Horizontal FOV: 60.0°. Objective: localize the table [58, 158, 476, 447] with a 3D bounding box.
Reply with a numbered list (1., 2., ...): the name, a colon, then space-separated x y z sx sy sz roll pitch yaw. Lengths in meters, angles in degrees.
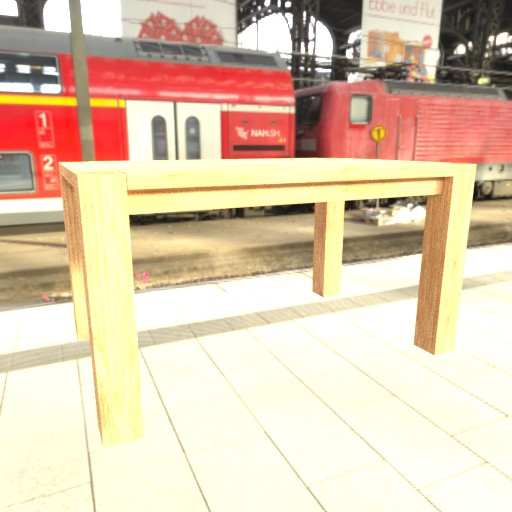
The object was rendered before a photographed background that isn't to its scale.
1. table: 0.000 0.000 1.845 1.400 0.760 0.900 -7 16 -25
